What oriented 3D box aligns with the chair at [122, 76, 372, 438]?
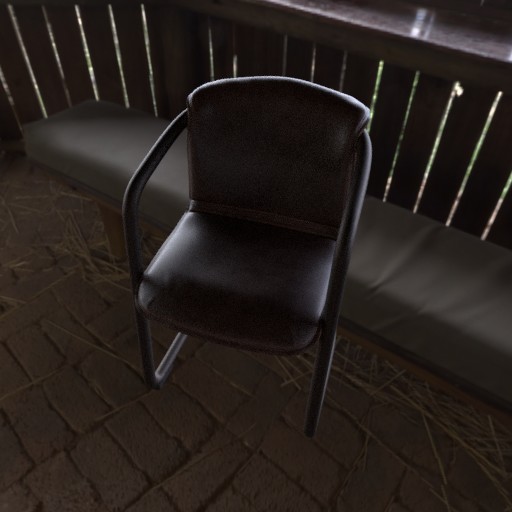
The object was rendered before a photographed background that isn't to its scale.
[{"bbox_3d":[0.000,0.000,1.269,0.536,0.836,0.664,12,44,13],"label":"chair"}]
